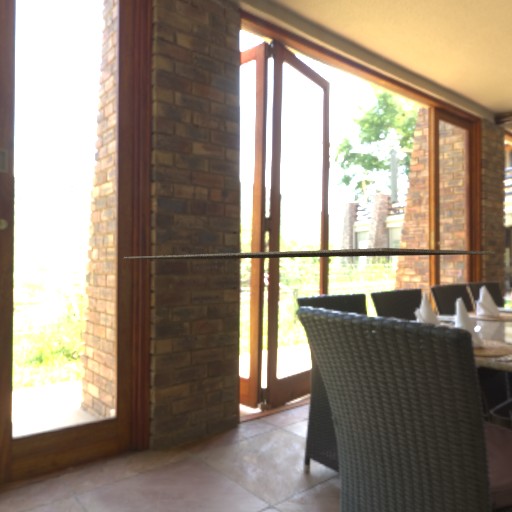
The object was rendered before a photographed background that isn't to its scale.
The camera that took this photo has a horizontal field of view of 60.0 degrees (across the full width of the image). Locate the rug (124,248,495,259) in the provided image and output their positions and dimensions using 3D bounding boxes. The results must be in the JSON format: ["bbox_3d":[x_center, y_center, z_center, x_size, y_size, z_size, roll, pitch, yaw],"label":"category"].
[{"bbox_3d":[0.000,0.000,2.650,0.750,0.011,2.435,1,-1,-36],"label":"rug"}]
